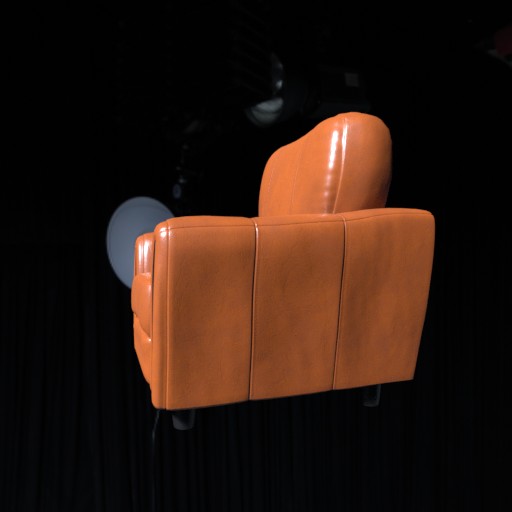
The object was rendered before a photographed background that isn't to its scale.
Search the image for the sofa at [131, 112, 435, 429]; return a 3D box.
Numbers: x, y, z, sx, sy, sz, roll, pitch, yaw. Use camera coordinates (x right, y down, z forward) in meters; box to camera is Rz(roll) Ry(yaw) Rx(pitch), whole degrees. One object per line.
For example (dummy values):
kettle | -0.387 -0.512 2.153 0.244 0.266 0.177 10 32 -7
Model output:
sofa | 0.000 0.000 1.493 0.789 0.876 0.836 0 0 -19
